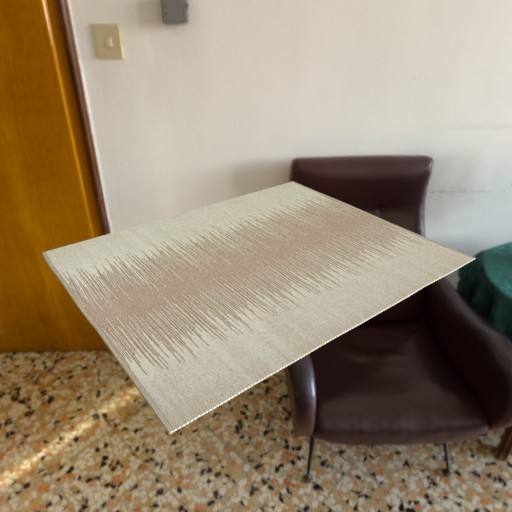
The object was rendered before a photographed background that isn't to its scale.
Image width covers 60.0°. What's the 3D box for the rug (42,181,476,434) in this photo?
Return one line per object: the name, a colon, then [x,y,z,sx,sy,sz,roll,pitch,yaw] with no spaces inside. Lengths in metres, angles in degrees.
rug: [0.000,0.000,3.967,3.048,0.013,2.438,-21,36,-32]
